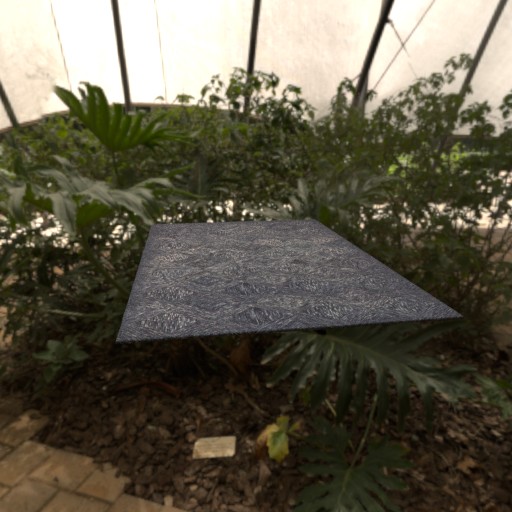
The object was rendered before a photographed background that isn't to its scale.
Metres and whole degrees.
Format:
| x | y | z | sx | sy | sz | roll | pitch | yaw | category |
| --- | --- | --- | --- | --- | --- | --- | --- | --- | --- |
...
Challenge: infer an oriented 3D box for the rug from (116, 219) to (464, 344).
| x | y | z | sx | sy | sz | roll | pitch | yaw | category |
| --- | --- | --- | --- | --- | --- | --- | --- | --- | --- |
| 0.000 | 0.000 | 2.237 | 1.139 | 0.010 | 1.754 | -3 | 16 | -9 | rug |
